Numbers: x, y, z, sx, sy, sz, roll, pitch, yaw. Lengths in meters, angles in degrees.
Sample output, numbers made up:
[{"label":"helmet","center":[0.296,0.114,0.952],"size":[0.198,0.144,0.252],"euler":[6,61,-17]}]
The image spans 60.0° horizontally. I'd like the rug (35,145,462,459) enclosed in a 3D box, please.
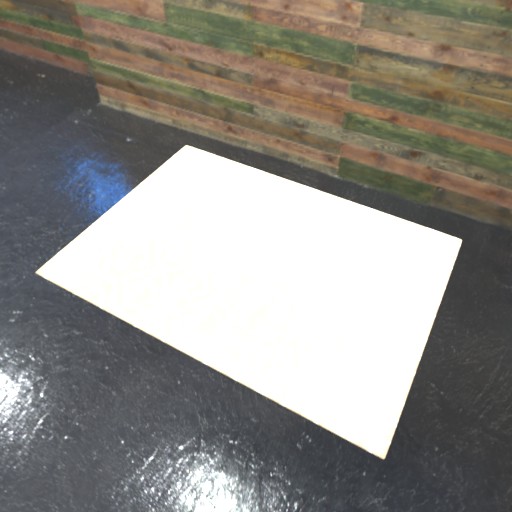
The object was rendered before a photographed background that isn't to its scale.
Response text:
[{"label":"rug","center":[0.000,0.000,2.703],"size":[2.134,0.010,1.524],"euler":[23,51,19]}]
